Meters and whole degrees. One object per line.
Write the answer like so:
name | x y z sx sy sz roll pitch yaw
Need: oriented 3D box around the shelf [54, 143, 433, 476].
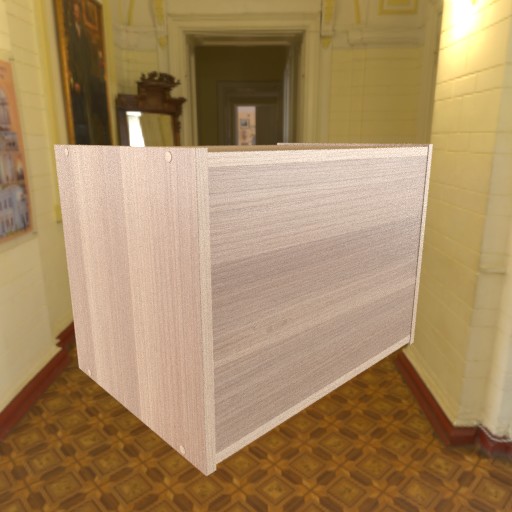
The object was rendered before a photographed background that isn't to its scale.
shelf | 0.000 0.000 0.625 0.415 0.305 0.290 -14 20 -42
